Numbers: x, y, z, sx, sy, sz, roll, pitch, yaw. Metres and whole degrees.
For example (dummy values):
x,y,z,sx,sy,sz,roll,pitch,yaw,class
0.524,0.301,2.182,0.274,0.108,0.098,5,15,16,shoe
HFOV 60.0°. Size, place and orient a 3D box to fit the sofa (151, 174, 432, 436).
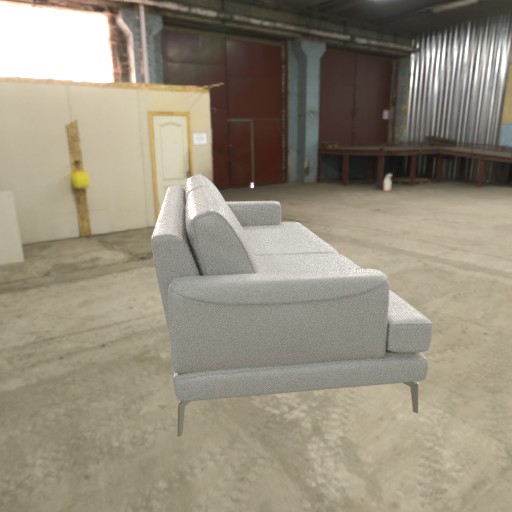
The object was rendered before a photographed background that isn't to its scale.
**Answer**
x,y,z,sx,sy,sz,roll,pitch,yaw,class
0.000,0.000,2.387,0.974,0.765,1.940,-2,15,-9,sofa
